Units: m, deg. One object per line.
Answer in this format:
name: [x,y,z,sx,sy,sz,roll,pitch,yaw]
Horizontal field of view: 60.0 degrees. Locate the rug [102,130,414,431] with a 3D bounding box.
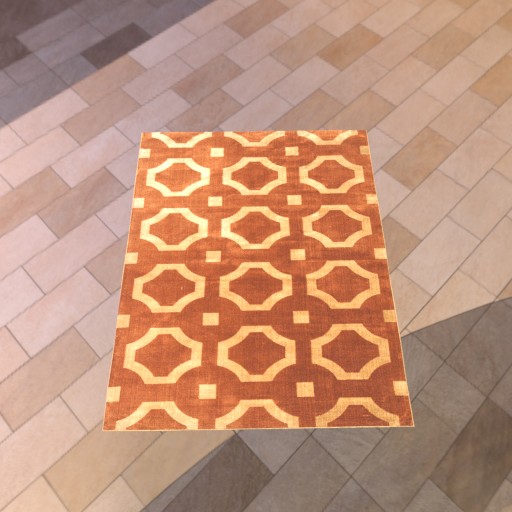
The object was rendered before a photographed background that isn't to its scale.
rug: [0.000,0.000,4.170,2.466,0.021,3.049,-1,63,0]
